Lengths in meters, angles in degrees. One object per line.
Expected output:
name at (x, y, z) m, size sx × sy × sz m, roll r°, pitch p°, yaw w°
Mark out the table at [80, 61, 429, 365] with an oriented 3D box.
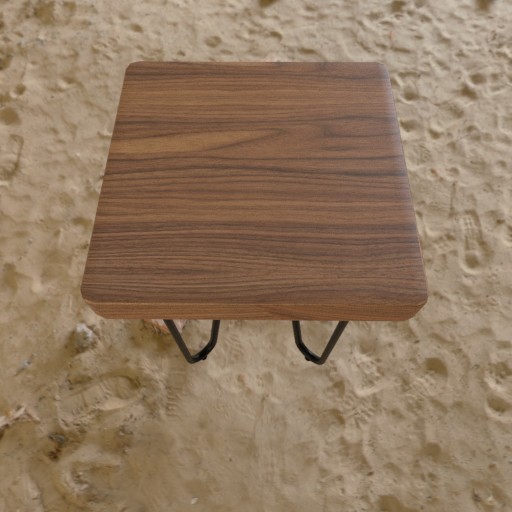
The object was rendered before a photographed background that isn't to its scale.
table at (0.000, 0.000, 0.992) m, size 0.480 × 0.641 × 0.479 m, roll 0°, pitch 63°, yaw 0°
